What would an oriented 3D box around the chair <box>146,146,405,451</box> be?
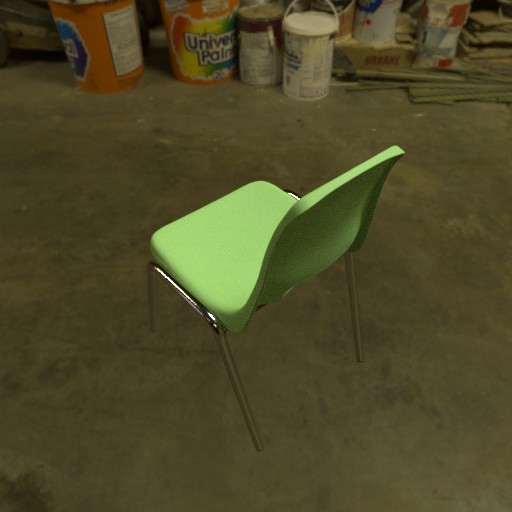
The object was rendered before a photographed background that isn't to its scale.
[{"bbox_3d":[0.000,0.000,0.922,0.381,0.653,0.436,-31,53,-27],"label":"chair"}]
